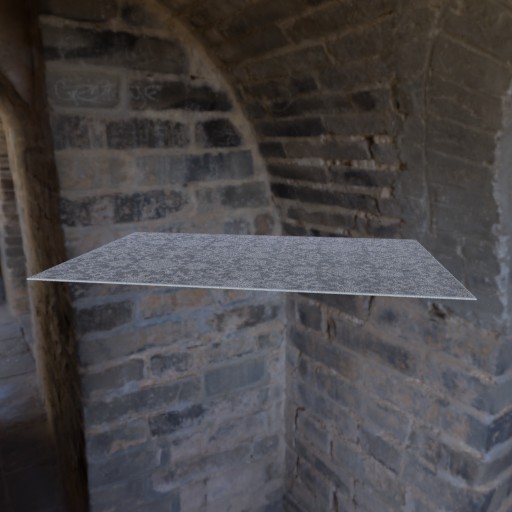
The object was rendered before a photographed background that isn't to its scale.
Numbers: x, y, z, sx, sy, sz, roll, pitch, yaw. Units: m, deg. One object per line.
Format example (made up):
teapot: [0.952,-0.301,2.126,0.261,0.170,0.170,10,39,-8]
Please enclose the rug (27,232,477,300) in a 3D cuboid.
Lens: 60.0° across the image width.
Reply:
rug: [0.000,0.000,3.092,2.430,0.010,1.515,2,13,8]
